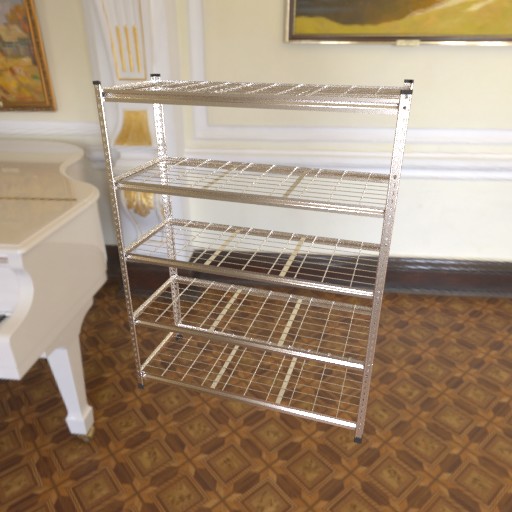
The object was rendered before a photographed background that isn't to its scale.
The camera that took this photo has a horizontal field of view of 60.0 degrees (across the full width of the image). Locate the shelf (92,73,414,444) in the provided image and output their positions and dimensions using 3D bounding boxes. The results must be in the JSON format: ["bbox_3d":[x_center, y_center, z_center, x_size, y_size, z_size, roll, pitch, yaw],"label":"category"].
[{"bbox_3d":[0.000,0.000,2.682,1.524,1.981,0.610,8,27,16],"label":"shelf"}]
